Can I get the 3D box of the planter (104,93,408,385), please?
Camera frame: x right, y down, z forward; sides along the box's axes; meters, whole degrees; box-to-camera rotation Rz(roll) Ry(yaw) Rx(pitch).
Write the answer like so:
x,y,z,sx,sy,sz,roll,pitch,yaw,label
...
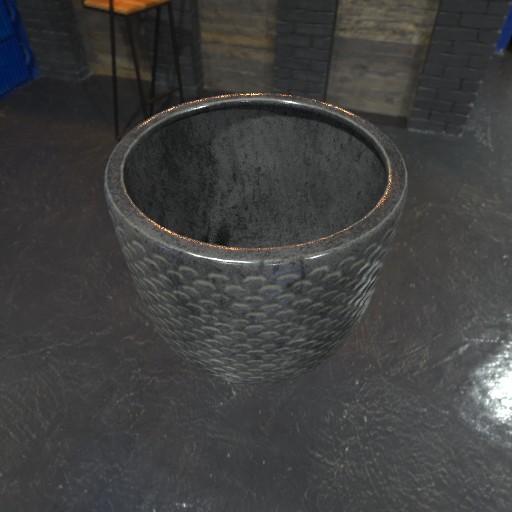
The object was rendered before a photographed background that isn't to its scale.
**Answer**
x,y,z,sx,sy,sz,roll,pitch,yaw,label
0.000,0.000,0.251,0.140,0.129,0.140,0,45,0,planter
